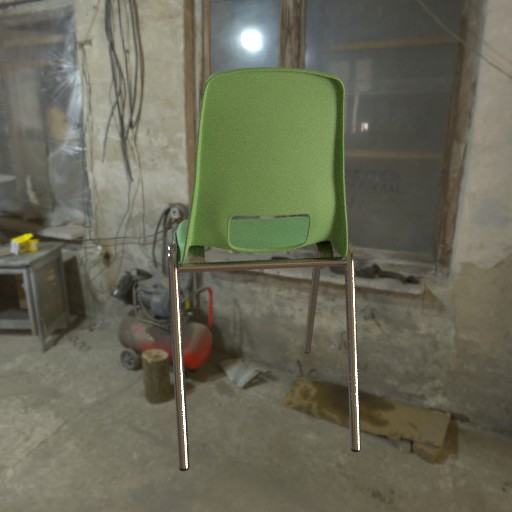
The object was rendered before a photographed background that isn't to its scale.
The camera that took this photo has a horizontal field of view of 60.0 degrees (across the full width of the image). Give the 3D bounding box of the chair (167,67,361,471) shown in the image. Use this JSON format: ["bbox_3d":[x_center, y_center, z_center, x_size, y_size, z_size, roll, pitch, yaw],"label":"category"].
[{"bbox_3d":[0.000,0.000,0.960,0.381,0.704,0.436,-2,15,-8],"label":"chair"}]
